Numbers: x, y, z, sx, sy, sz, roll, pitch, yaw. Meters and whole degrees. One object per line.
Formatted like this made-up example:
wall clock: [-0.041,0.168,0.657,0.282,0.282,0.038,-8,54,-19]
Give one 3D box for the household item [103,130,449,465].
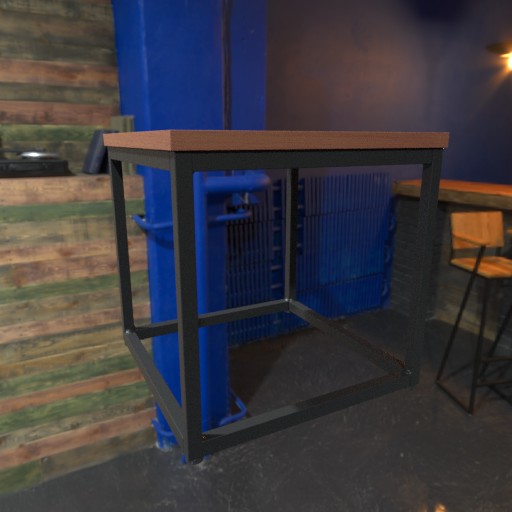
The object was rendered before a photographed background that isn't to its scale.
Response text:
household item: [0.000,0.000,0.751,0.400,0.400,0.400,-8,16,-26]
